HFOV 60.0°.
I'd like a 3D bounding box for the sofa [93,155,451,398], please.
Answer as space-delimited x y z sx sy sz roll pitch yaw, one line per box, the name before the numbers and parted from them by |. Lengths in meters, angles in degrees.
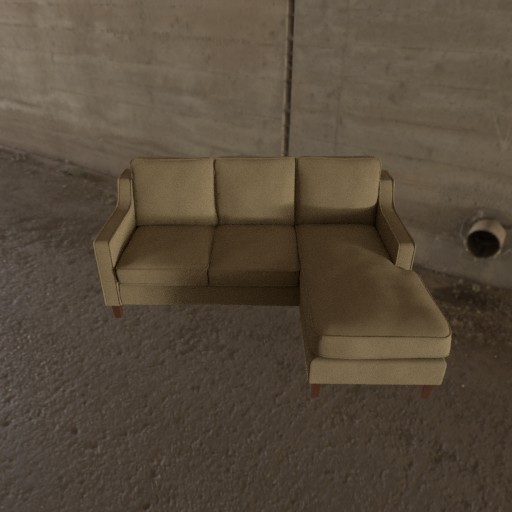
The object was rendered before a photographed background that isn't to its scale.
sofa | 0.000 0.000 3.279 2.317 1.066 1.858 0 31 1
